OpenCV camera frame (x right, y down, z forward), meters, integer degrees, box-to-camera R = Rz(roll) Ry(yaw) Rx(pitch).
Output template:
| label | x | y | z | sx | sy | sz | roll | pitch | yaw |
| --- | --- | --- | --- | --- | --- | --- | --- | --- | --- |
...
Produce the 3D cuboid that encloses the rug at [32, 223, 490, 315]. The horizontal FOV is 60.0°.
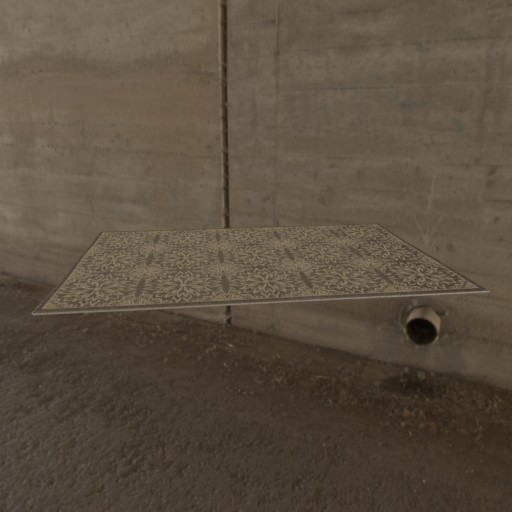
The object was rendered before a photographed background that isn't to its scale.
| label | x | y | z | sx | sy | sz | roll | pitch | yaw |
| --- | --- | --- | --- | --- | --- | --- | --- | --- | --- |
| rug | 0.000 | 0.000 | 3.486 | 2.746 | 0.018 | 1.819 | -2 | 18 | -7 |
